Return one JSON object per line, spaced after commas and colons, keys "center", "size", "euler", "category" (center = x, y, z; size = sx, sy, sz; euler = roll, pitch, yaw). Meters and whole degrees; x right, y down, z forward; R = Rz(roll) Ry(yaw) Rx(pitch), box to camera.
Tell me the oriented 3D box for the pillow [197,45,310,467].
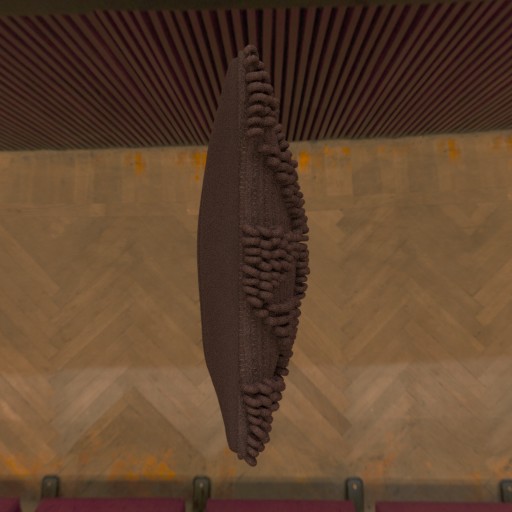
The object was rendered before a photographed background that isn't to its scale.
{"center": [0.000, 0.000, 0.709], "size": [0.172, 0.467, 0.470], "euler": [0, 90, 2], "category": "pillow"}
